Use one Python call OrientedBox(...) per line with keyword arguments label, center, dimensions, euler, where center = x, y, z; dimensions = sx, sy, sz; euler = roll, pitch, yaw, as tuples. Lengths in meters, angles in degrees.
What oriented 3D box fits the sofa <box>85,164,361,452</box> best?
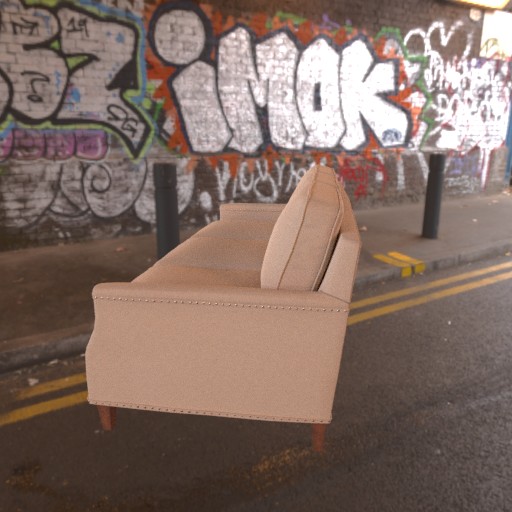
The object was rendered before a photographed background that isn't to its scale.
OrientedBox(label="sofa", center=(0.000, 0.000, 2.709), dimensions=(1.084, 1.003, 2.246), euler=(2, 15, 8))
